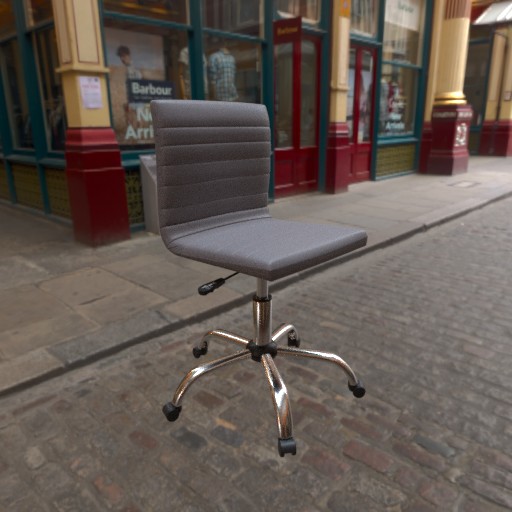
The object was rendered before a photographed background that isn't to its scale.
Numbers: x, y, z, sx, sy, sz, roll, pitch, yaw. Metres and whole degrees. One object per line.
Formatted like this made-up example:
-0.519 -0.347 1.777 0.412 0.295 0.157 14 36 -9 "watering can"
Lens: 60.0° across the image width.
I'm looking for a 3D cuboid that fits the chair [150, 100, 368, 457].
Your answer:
0.000 0.000 1.167 0.530 0.780 0.556 15 22 41 "chair"
